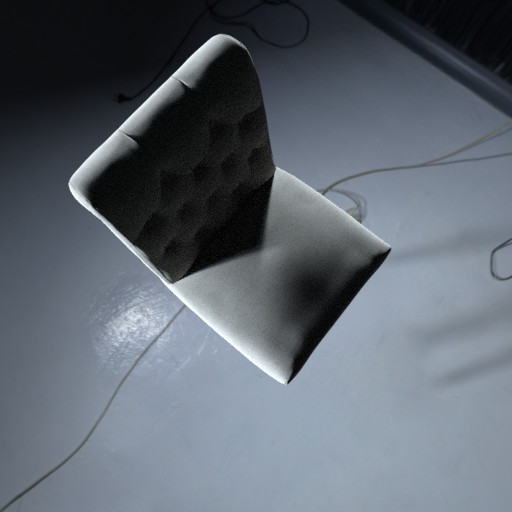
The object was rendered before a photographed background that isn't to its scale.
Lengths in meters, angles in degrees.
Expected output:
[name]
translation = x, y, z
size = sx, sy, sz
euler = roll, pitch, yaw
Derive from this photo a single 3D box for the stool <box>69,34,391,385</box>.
[stool]
translation = 0.000, 0.000, 1.326
size = 0.601, 1.040, 0.493
euler = 38, 78, 9
